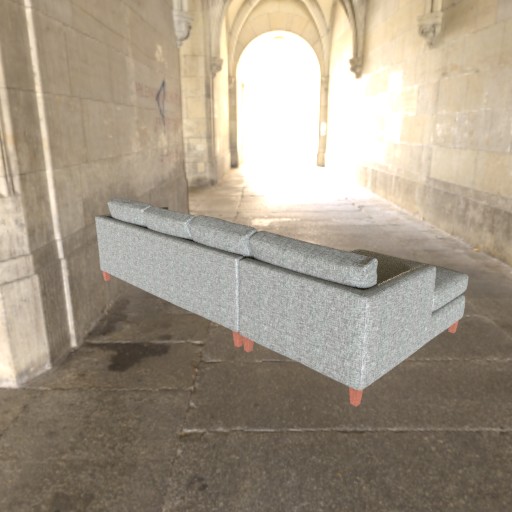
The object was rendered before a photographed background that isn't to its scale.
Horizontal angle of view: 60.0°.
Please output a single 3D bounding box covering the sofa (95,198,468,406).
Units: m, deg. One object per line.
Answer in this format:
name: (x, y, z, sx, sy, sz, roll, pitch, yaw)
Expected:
sofa: (0.000, 0.000, 4.305, 1.635, 0.960, 3.485, -15, 22, -42)
